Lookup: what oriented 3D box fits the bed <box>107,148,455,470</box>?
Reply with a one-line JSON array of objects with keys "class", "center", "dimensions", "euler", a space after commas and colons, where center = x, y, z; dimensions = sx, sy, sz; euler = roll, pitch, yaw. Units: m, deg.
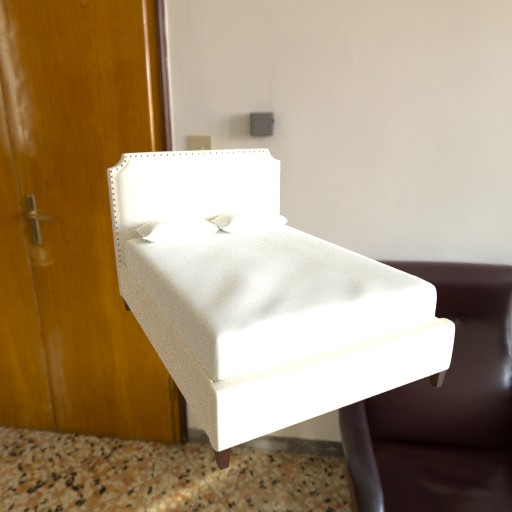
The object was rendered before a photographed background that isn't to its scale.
[{"class": "bed", "center": [0.000, 0.000, 3.399], "dimensions": [1.712, 1.443, 2.365], "euler": [-9, 19, -26]}]
